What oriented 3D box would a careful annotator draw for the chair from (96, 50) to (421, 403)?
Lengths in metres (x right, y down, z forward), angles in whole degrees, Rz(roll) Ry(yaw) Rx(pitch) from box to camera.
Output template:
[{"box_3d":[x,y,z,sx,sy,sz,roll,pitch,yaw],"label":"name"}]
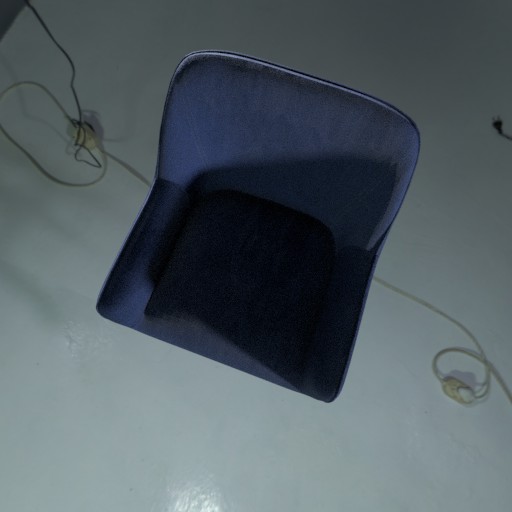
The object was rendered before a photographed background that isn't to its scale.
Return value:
[{"box_3d":[0.000,0.000,1.214,0.600,0.820,0.600,20,76,5],"label":"chair"}]
